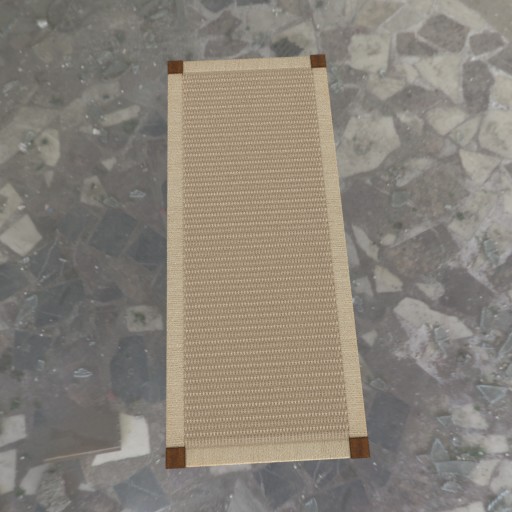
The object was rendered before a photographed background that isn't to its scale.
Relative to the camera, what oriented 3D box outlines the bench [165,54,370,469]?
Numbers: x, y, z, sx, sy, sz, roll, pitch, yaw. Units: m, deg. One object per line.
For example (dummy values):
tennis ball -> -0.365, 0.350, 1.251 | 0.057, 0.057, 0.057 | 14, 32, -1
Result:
bench -> 0.000, 0.000, 1.477 | 0.507, 0.457, 1.198 | -3, 74, -1
